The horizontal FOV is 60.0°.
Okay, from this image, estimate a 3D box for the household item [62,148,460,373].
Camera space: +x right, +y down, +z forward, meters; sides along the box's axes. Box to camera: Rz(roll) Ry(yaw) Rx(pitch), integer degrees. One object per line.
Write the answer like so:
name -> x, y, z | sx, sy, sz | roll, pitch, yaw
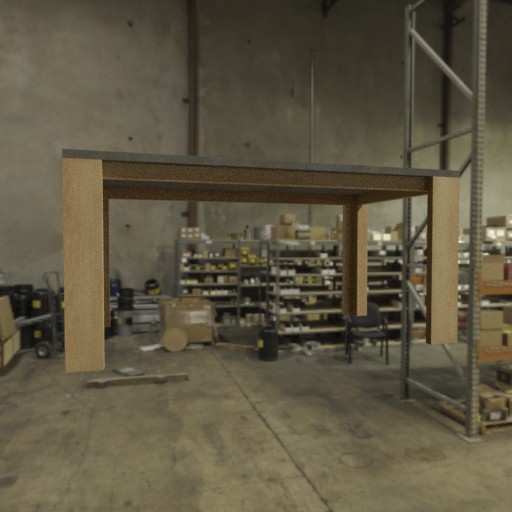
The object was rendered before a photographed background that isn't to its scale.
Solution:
household item -> 0.000, 0.000, 2.123 | 1.600, 0.755, 0.850 | -1, 2, -16
